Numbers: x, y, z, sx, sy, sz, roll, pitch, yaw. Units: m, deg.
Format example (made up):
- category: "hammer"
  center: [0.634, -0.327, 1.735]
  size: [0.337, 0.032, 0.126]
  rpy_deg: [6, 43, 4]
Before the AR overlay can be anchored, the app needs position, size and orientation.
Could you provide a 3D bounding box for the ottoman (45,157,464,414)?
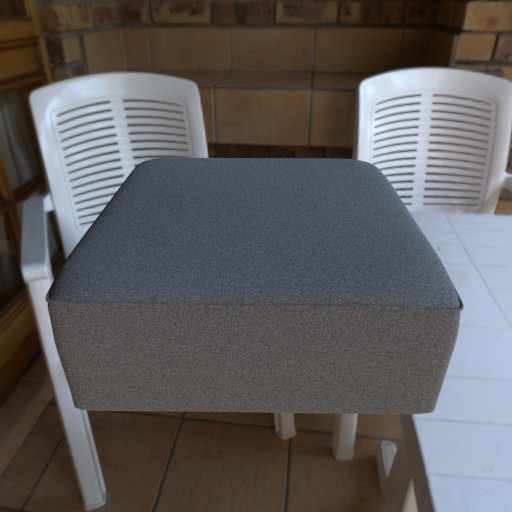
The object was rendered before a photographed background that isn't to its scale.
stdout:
- category: "ottoman"
  center: [0.000, 0.000, 1.543]
  size: [1.005, 0.464, 1.015]
  rpy_deg: [1, 31, 1]
